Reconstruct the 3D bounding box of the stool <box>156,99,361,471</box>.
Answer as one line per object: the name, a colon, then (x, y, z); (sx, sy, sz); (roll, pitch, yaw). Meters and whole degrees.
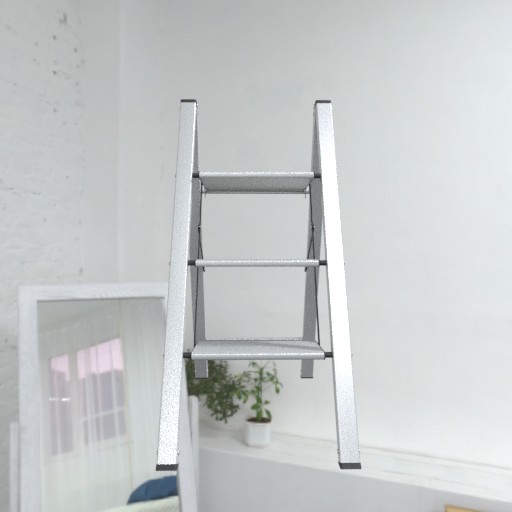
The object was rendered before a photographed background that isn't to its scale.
stool: (0.000, 0.000, 1.298); (0.441, 0.902, 0.730); (0, 0, -1)
